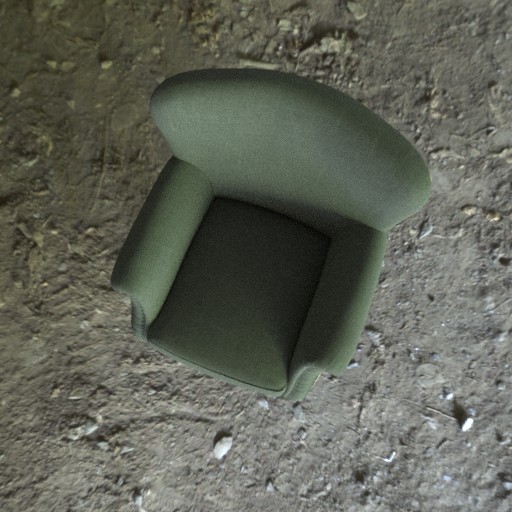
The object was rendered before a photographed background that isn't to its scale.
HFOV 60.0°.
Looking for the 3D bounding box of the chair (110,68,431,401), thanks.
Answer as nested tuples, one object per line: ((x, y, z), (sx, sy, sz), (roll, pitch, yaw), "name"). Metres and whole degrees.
((0.000, 0.000, 1.629), (0.861, 0.936, 0.921), (20, 77, 5), "chair")
